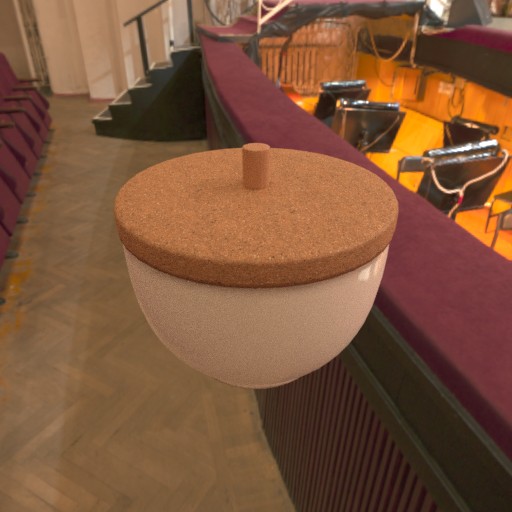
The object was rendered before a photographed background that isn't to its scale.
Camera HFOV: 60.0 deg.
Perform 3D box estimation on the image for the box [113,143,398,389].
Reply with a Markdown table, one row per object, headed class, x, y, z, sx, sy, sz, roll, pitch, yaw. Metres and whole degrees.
| class | x | y | z | sx | sy | sz | roll | pitch | yaw |
| --- | --- | --- | --- | --- | --- | --- | --- | --- | --- |
| box | 0.000 | 0.000 | 0.187 | 0.107 | 0.094 | 0.107 | 0 | 31 | 0 |
